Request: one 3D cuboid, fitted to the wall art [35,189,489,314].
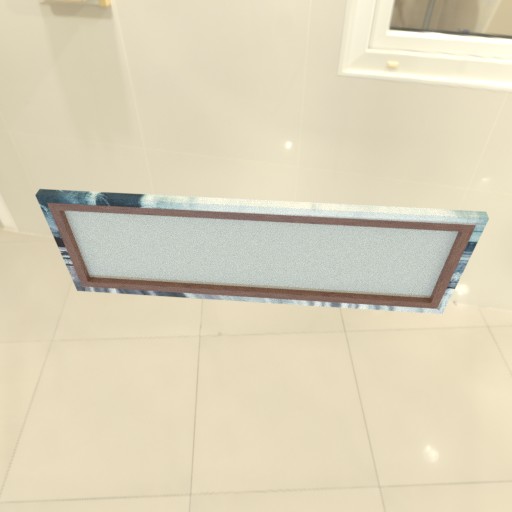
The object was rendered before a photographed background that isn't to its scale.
[{"bbox_3d":[0.000,0.000,1.676,1.524,0.509,0.037,3,45,3],"label":"wall art"}]
